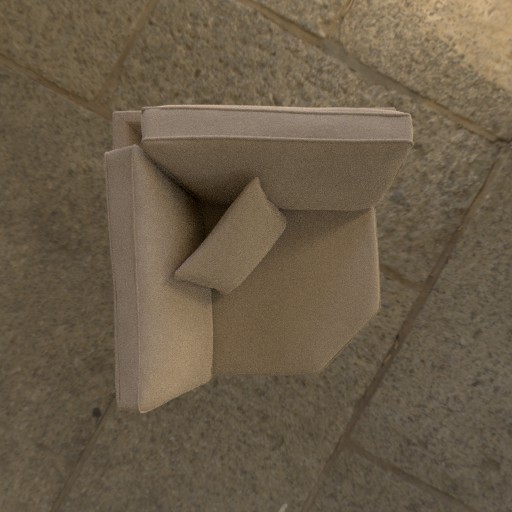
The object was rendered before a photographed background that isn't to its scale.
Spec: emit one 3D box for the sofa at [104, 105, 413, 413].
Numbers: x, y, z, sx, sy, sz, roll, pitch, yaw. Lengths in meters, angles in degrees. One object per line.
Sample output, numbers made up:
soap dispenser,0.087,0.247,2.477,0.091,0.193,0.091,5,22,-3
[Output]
sofa,0.000,0.000,1.868,1.042,0.937,1.050,0,89,0
